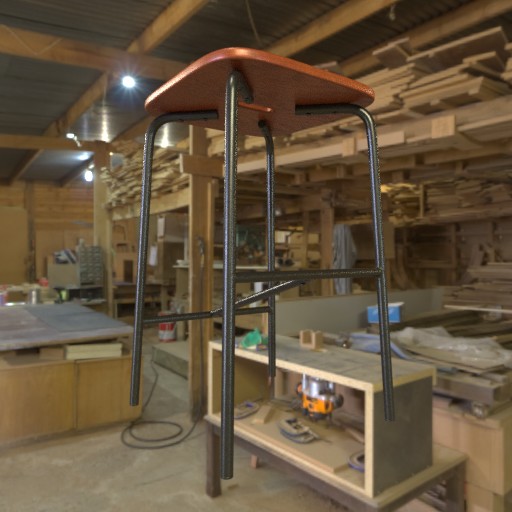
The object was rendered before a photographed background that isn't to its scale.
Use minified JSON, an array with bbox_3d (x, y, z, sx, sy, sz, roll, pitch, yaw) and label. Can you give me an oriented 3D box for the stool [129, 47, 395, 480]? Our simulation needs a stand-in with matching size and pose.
[{"bbox_3d":[0.000,0.000,0.864,0.376,0.610,0.376,0,1,-36],"label":"stool"}]
